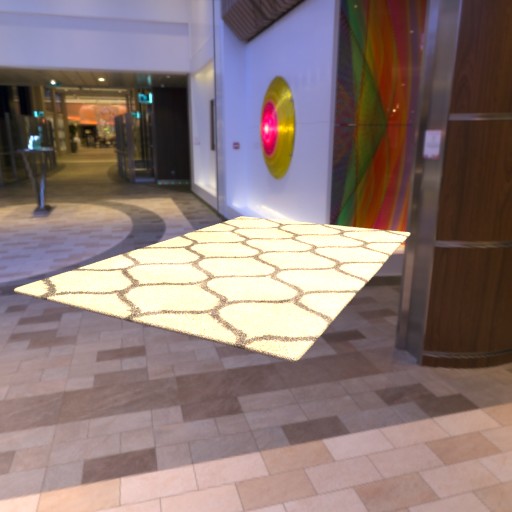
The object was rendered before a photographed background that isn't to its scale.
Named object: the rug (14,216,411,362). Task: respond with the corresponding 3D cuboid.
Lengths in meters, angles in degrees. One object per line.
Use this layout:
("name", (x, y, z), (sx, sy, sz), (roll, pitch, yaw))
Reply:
("rug", (0.000, 0.000, 3.333), (1.801, 0.026, 2.701), (8, 17, 27))
